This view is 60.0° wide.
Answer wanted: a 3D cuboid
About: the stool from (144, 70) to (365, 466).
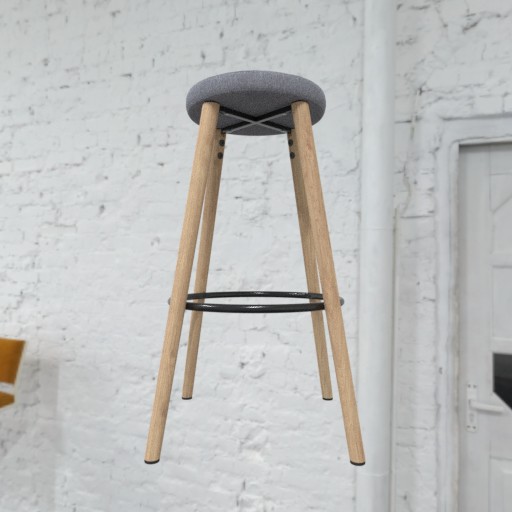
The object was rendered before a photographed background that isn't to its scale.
[{"bbox_3d":[0.000,0.000,1.019,0.410,0.770,0.410,0,-1,1],"label":"stool"}]
